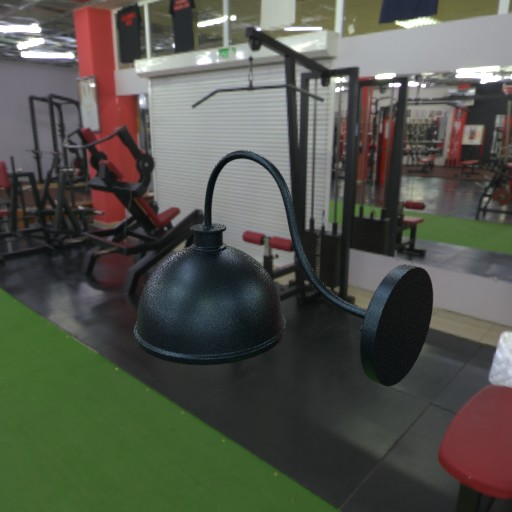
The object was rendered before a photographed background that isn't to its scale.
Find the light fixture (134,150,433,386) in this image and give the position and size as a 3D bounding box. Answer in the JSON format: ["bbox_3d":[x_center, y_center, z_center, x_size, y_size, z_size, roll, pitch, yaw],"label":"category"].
[{"bbox_3d":[0.000,0.000,0.638,0.467,0.295,0.253,16,22,43],"label":"light fixture"}]
